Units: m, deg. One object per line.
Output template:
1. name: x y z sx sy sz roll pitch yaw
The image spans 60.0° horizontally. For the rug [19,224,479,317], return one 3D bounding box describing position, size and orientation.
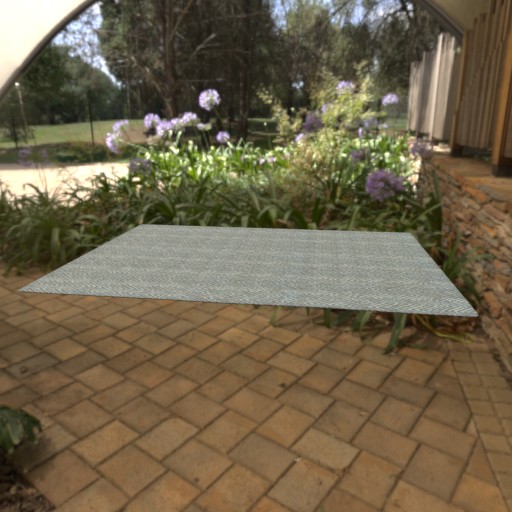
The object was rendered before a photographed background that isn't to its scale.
1. rug: 0.000 0.000 5.106 3.957 0.011 2.894 2 16 8
